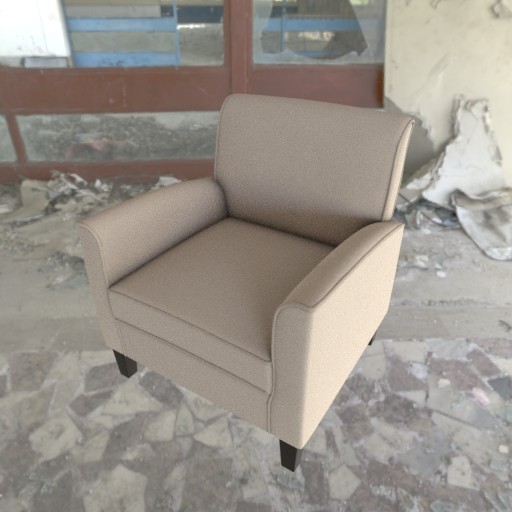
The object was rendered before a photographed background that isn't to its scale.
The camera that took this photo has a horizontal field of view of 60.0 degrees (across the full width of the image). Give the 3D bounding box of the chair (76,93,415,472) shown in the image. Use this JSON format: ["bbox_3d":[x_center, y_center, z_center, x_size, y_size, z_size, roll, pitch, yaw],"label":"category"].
[{"bbox_3d":[0.000,0.000,1.550,0.820,0.915,0.820,18,36,27],"label":"chair"}]
